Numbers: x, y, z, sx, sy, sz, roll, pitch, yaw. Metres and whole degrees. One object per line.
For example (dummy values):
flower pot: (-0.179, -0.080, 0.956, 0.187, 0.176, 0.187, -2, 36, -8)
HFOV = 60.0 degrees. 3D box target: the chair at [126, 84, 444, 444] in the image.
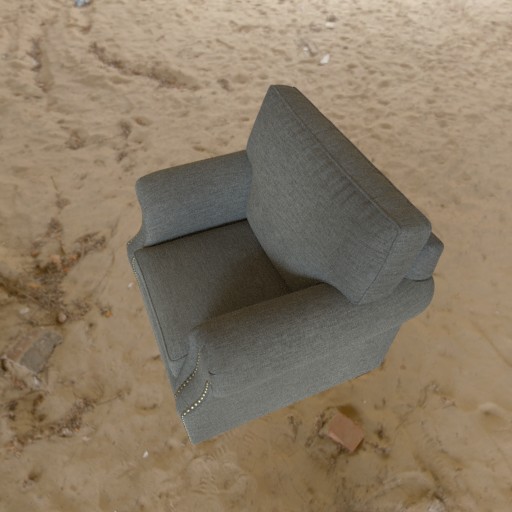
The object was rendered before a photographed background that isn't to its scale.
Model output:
chair: (0.000, 0.000, 1.813, 0.965, 0.961, 1.092, -17, 49, -16)
